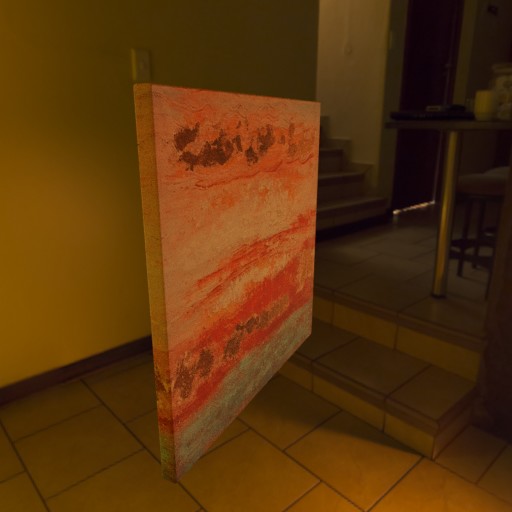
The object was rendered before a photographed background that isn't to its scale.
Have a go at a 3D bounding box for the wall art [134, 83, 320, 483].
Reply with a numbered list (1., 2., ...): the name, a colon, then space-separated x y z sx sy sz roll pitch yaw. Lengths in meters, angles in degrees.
1. wall art: 0.000 0.000 1.097 0.035 0.747 0.747 9 19 27
